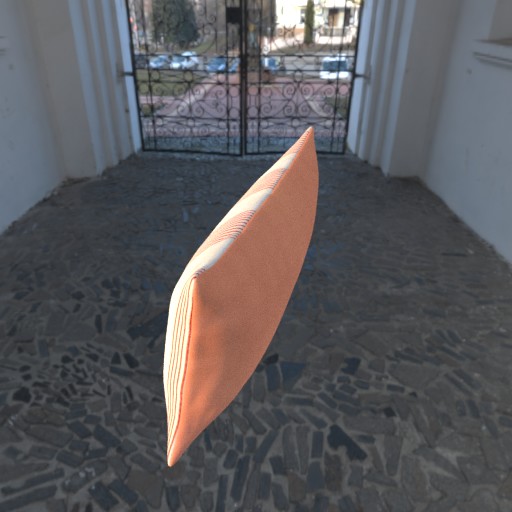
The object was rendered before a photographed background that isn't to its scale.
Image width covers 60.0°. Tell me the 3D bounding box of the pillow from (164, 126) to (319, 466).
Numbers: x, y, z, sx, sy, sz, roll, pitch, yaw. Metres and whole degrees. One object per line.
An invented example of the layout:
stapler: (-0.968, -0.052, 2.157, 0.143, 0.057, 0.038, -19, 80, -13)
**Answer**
pillow: (0.000, 0.000, 0.733, 0.156, 0.292, 0.608, 8, 30, 14)
